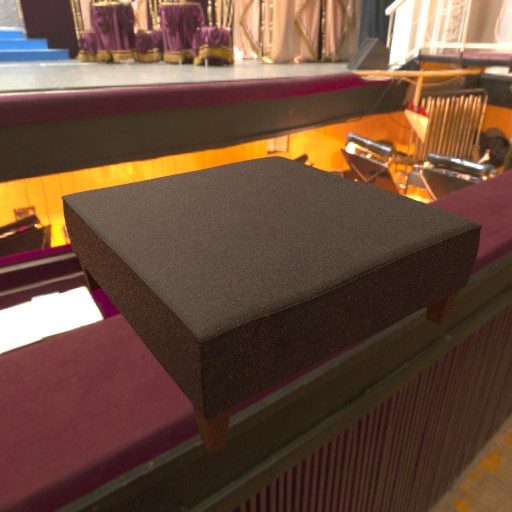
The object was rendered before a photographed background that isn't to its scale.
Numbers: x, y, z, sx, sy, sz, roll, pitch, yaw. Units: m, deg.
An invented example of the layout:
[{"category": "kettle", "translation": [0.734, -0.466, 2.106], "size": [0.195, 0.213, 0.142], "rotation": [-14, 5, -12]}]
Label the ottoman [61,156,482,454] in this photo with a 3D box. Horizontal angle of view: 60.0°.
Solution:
[{"category": "ottoman", "translation": [0.000, 0.000, 1.501], "size": [0.968, 0.382, 1.004], "rotation": [-18, 32, -31]}]
